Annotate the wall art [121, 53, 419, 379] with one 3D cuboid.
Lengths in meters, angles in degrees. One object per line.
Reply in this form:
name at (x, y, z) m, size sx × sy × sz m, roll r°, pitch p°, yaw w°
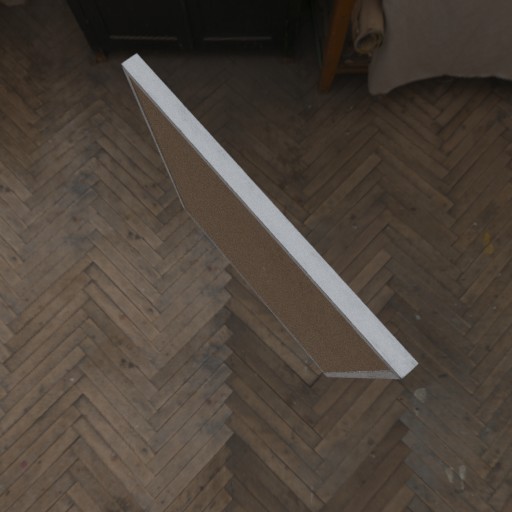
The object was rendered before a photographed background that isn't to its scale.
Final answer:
wall art at (0.000, 0.000, 1.146) m, size 0.038 × 0.762 × 0.762 m, roll -39°, pitch 78°, yaw -10°
